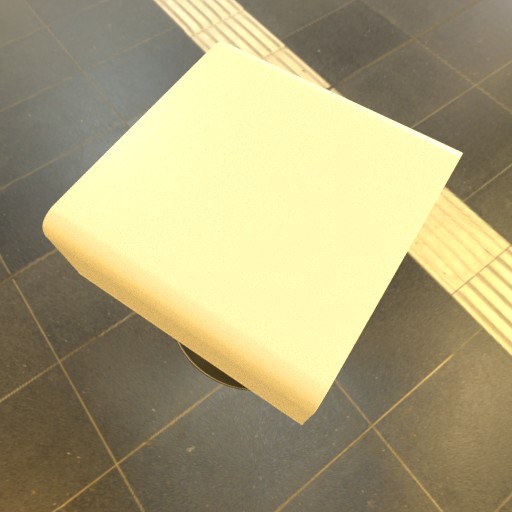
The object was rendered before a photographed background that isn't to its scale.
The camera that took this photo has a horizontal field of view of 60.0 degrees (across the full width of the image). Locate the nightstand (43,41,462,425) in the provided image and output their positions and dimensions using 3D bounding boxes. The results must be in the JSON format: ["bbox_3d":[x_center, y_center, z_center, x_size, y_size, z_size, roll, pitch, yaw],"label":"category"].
[{"bbox_3d":[0.000,0.000,0.758,0.404,0.447,0.399,31,68,14],"label":"nightstand"}]
